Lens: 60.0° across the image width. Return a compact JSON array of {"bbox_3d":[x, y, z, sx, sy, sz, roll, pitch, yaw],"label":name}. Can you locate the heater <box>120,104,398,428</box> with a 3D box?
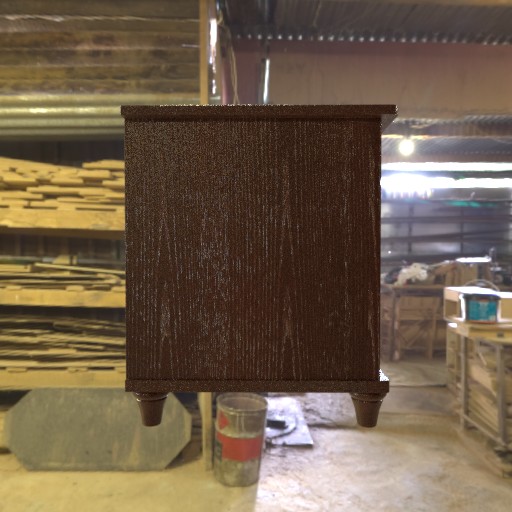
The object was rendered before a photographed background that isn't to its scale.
[{"bbox_3d":[0.000,0.000,0.775,0.400,0.481,0.362,0,1,1],"label":"heater"}]
